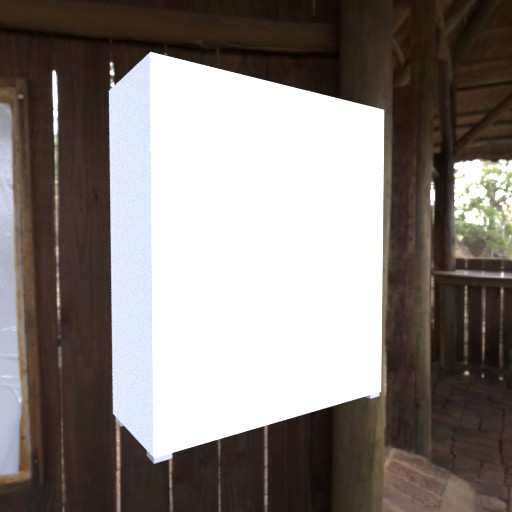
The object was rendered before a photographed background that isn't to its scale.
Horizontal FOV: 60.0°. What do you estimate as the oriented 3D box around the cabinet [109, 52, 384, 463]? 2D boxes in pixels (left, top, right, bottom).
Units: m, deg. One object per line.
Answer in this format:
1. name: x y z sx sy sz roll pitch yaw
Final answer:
1. cabinet: 0.000 0.000 1.725 1.000 1.190 0.400 -2 3 -34
